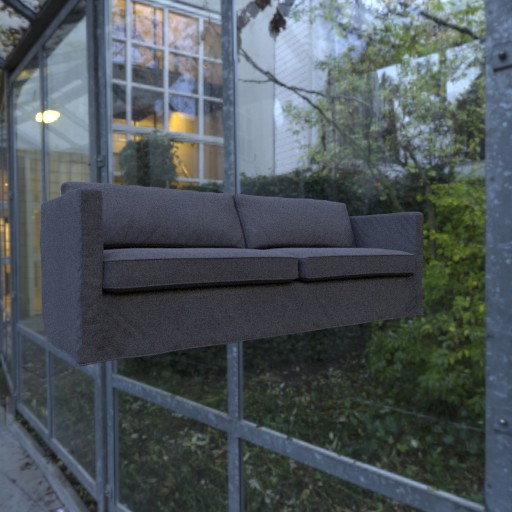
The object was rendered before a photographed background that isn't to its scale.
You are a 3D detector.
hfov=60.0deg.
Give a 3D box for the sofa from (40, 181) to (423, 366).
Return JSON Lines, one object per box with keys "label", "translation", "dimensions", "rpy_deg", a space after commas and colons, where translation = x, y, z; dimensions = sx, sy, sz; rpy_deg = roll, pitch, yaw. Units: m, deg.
{"label": "sofa", "translation": [0.000, 0.000, 3.282], "dimensions": [2.779, 0.998, 1.036], "rpy_deg": [-1, 1, -36]}
